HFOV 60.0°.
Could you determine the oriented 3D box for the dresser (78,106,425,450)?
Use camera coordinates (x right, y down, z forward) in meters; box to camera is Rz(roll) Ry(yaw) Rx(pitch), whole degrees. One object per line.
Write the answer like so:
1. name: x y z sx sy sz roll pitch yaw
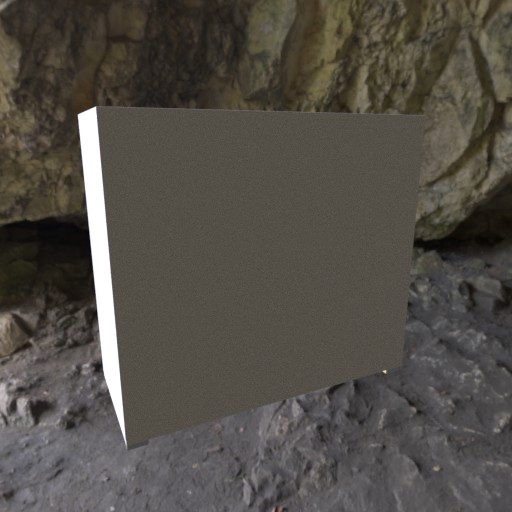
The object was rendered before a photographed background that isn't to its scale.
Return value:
1. dresser: 0.000 0.000 1.647 1.100 1.000 0.460 -7 17 -25
